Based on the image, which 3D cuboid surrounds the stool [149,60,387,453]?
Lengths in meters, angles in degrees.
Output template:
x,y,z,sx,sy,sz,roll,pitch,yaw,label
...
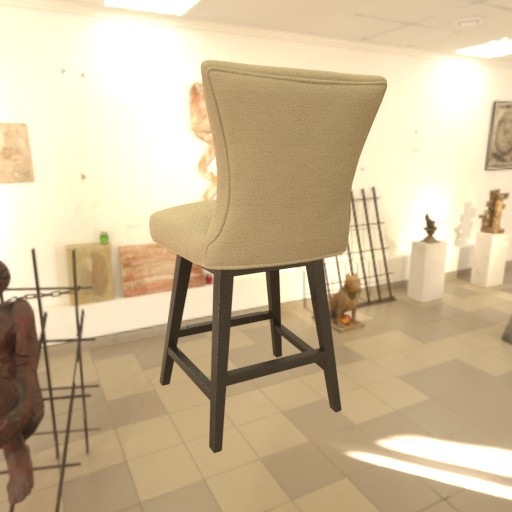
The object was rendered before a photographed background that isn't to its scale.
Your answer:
x,y,z,sx,sy,sz,roll,pitch,yaw,label
0.000,0.000,1.346,0.514,1.000,0.574,-7,16,-27,stool
